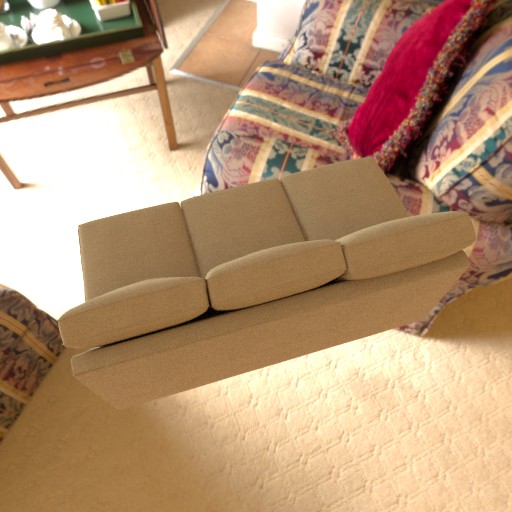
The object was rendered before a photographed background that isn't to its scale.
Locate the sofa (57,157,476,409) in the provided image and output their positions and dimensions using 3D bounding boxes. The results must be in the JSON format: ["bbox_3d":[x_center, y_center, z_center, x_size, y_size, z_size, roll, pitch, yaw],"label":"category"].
[{"bbox_3d":[0.000,0.000,2.721,2.092,1.036,1.127,-14,60,-8],"label":"sofa"}]
